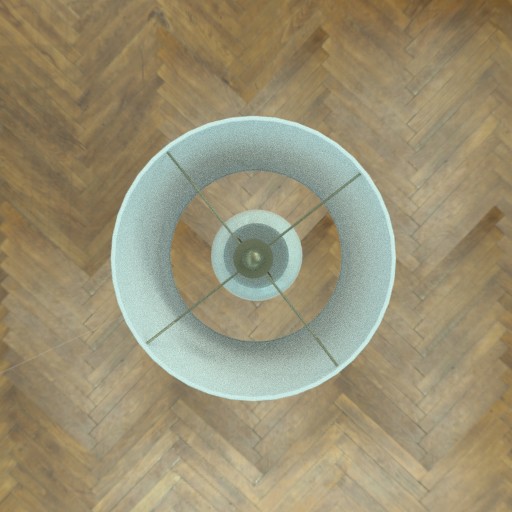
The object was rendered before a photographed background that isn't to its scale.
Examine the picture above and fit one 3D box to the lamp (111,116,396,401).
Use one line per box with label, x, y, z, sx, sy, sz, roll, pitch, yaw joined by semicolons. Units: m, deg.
lamp;0.000;0.000;0.487;0.188;0.392;0.188;0;91;1
